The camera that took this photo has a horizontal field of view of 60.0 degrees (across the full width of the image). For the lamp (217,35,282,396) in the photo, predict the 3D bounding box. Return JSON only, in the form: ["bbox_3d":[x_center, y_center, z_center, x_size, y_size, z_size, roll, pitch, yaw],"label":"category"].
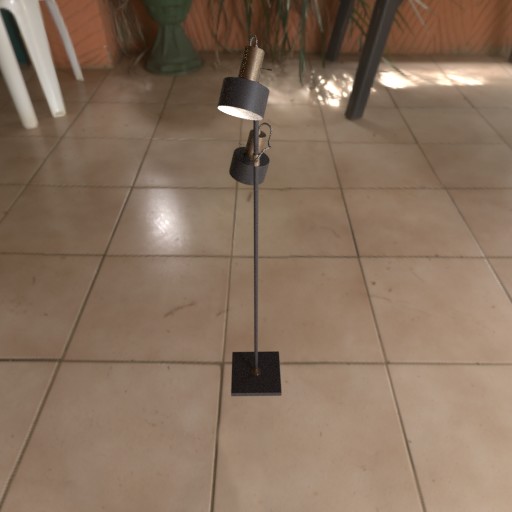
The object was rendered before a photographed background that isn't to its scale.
[{"bbox_3d":[0.000,0.000,1.641,0.233,1.505,0.315,-1,41,-1],"label":"lamp"}]
